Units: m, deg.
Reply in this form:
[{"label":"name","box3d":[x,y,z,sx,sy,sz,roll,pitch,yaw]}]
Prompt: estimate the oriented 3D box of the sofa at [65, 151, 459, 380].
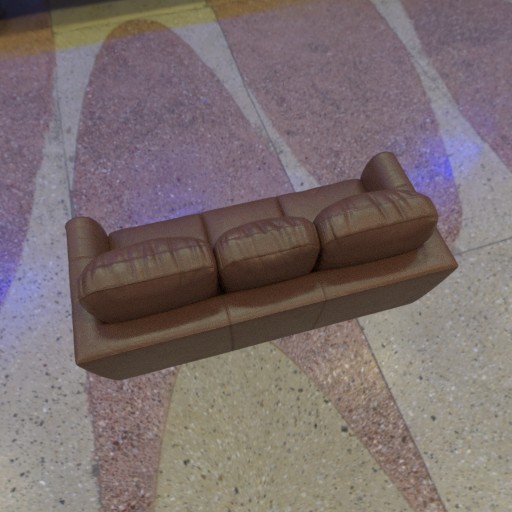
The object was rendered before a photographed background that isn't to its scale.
[{"label":"sofa","box3d":[0.000,0.000,2.351,1.862,0.915,0.802,-13,60,-8]}]
